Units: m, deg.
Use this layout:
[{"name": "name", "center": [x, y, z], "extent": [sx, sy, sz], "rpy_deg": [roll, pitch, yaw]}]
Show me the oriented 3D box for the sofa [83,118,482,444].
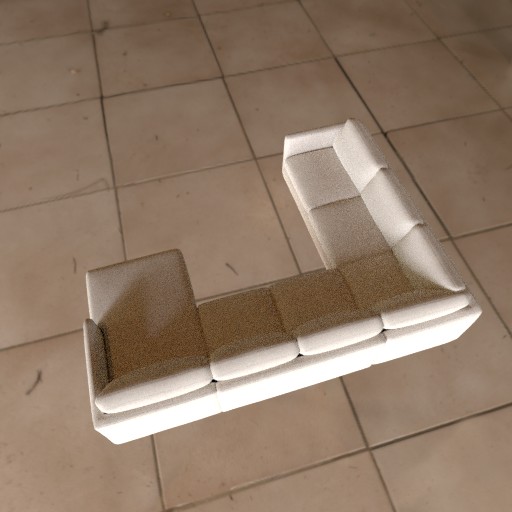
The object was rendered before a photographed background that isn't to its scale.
[{"name": "sofa", "center": [0.000, 0.000, 4.306], "extent": [3.238, 0.853, 2.551], "rpy_deg": [-14, 58, -9]}]
